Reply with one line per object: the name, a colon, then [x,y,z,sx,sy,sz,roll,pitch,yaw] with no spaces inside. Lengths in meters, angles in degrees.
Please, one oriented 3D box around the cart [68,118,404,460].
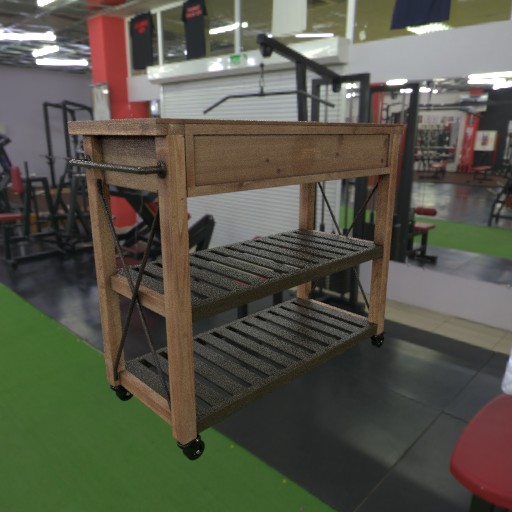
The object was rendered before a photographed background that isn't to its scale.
cart: [0.000,0.000,0.964,0.686,0.554,0.298,-14,21,-42]
